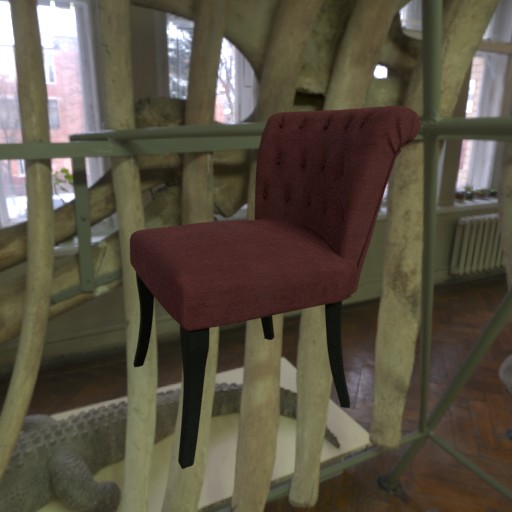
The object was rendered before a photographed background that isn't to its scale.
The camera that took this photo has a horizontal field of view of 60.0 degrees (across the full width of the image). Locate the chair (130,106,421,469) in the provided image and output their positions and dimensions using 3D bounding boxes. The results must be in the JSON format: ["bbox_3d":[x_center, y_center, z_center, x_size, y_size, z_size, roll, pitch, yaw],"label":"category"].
[{"bbox_3d":[0.000,0.000,1.182,0.605,0.750,0.582,-8,18,-26],"label":"chair"}]
